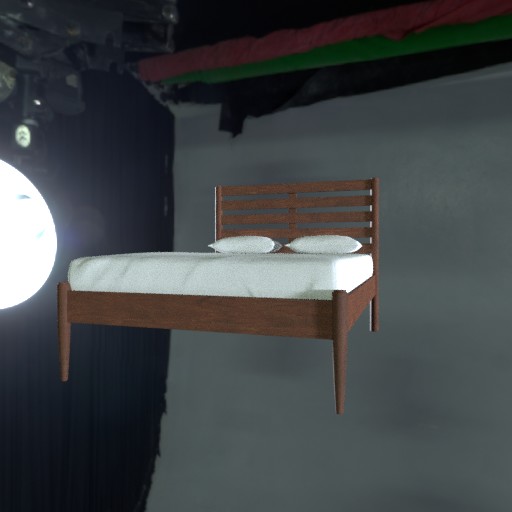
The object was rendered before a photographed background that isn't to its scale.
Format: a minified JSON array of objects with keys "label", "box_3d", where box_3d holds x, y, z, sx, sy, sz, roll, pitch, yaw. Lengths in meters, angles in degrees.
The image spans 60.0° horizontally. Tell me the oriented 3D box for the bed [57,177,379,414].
[{"label":"bed","box_3d":[0.000,0.000,3.052,1.509,1.304,2.093,0,1,19]}]
